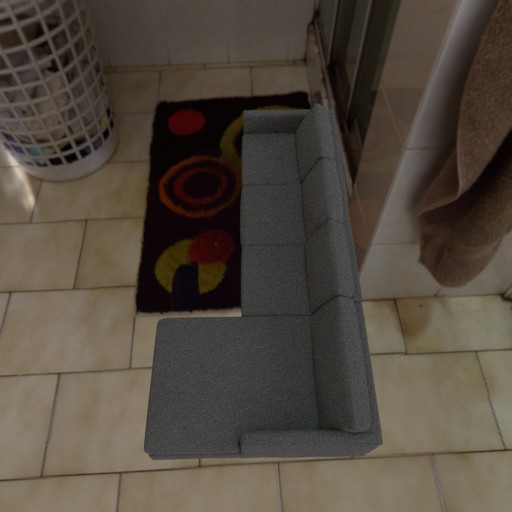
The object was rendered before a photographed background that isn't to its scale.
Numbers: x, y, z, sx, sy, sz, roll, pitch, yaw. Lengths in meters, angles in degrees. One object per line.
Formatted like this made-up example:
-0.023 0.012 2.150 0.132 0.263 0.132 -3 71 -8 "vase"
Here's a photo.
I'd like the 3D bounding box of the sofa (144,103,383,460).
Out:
0.000 0.000 3.886 1.625 0.846 3.186 -1 59 0 "sofa"
